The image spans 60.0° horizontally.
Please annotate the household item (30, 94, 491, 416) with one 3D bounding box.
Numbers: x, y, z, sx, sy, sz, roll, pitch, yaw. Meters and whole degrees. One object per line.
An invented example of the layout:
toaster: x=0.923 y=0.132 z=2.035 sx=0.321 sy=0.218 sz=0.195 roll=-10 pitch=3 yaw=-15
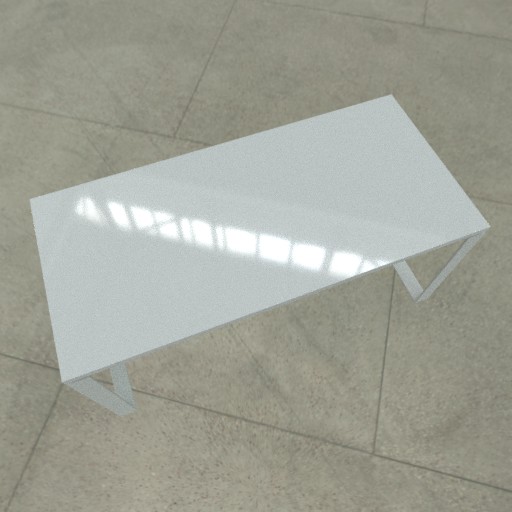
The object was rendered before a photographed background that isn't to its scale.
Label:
household item: x=0.000 y=0.000 z=2.130 sx=1.700 sy=0.745 sz=0.800 roll=-19 pitch=63 yaw=-10
